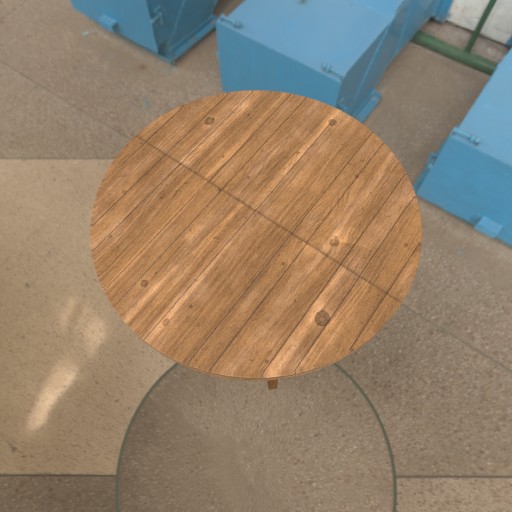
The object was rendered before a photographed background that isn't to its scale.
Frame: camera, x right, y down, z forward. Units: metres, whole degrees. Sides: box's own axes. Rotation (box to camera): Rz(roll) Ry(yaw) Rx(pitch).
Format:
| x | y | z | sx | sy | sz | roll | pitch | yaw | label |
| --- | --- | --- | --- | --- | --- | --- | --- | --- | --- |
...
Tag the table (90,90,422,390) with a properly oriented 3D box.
| x | y | z | sx | sy | sz | roll | pitch | yaw | label |
| --- | --- | --- | --- | --- | --- | --- | --- | --- | --- |
| 0.000 | 0.000 | 1.984 | 1.213 | 0.764 | 1.213 | 0 | 64 | 0 | table |
